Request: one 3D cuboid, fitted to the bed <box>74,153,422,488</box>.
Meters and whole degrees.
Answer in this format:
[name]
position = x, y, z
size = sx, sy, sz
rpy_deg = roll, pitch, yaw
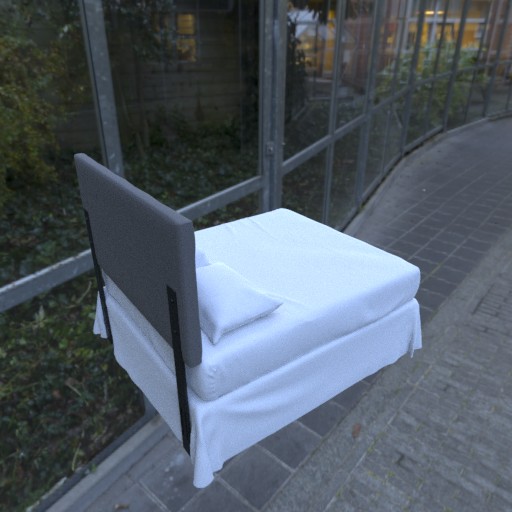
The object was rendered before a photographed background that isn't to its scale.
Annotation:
[bed]
position = 0.000, 0.000, 3.452
size = 2.222, 1.577, 1.936
rpy_deg = -18, 32, -32
